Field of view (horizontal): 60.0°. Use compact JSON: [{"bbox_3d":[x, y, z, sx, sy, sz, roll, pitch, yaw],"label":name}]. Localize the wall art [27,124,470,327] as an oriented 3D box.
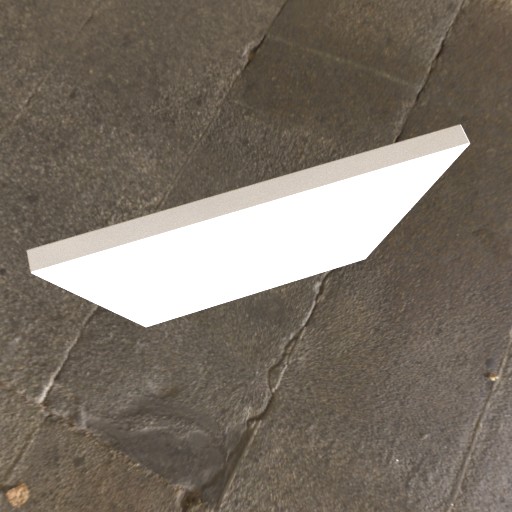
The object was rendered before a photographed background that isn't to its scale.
[{"bbox_3d":[0.000,0.000,1.104,0.762,0.762,0.040,-17,75,-5],"label":"wall art"}]
